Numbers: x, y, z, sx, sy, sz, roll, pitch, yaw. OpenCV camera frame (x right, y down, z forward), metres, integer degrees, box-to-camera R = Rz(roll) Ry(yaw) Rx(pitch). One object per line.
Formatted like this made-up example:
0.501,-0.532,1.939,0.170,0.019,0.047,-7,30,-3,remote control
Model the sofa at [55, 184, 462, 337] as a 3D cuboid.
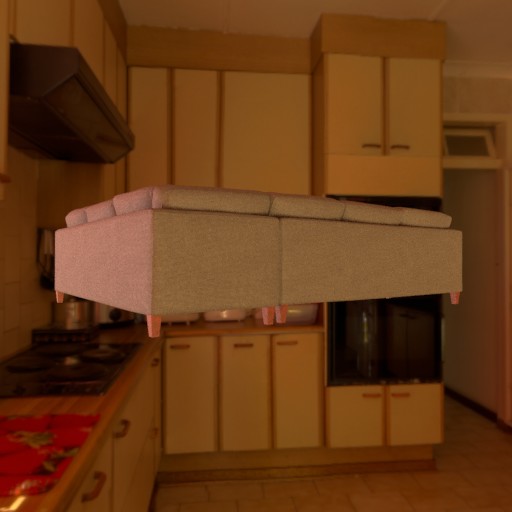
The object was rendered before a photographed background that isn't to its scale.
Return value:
0.000,0.000,4.470,3.302,0.947,2.593,0,0,-36,sofa
